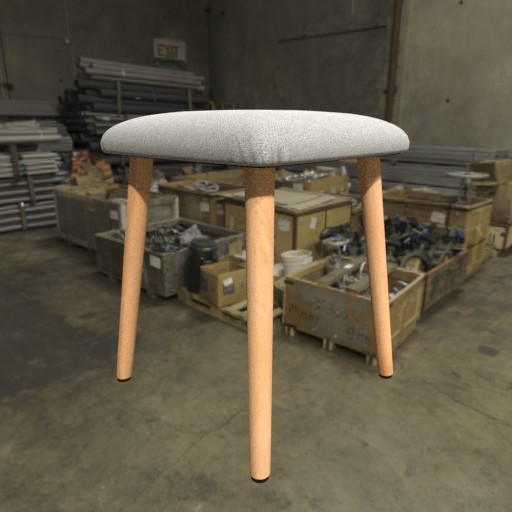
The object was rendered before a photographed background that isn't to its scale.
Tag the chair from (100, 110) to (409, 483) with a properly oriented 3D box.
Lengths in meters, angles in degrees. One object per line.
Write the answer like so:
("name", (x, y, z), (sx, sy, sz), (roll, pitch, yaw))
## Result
("chair", (0.000, 0.000, 0.704), (0.350, 0.440, 0.350), (15, 23, 41))
